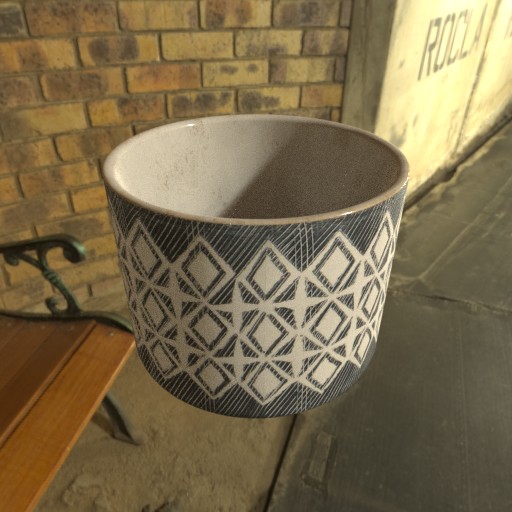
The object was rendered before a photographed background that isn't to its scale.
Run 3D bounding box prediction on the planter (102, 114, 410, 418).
[{"bbox_3d":[0.000,0.000,0.217,0.126,0.104,0.126,0,32,0],"label":"planter"}]
